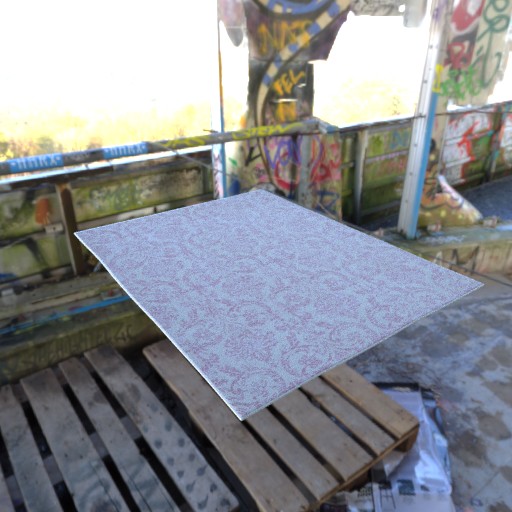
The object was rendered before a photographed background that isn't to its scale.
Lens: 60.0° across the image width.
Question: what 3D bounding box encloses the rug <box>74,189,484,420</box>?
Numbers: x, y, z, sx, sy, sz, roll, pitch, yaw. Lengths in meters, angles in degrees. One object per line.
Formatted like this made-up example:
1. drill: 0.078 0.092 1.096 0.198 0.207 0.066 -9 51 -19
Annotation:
1. rug: 0.000 0.000 4.005 2.363 0.012 2.980 -18 32 -32
